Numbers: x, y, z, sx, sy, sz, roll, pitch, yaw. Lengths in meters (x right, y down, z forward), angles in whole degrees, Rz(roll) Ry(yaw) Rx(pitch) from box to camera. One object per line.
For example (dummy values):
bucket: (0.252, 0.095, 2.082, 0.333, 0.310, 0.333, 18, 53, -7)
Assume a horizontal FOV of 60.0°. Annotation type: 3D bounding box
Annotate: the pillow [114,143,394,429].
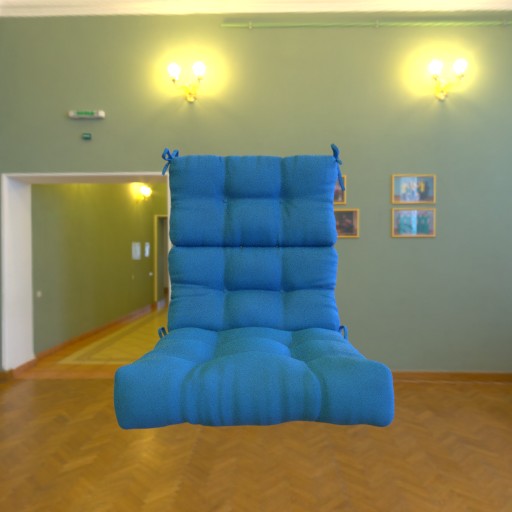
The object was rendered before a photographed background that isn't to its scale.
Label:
pillow: (0.000, 0.000, 1.005, 0.519, 0.605, 0.571, 0, 1, 0)
